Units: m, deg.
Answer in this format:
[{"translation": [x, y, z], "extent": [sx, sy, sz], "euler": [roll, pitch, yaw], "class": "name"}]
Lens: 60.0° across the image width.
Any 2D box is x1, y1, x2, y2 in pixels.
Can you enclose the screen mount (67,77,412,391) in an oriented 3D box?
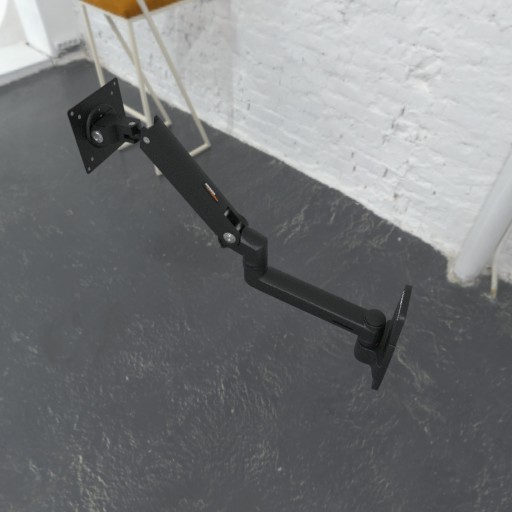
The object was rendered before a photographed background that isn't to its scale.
[{"translation": [0.000, 0.000, 0.725], "extent": [0.495, 0.466, 0.115], "euler": [16, 48, 15], "class": "screen mount"}]
